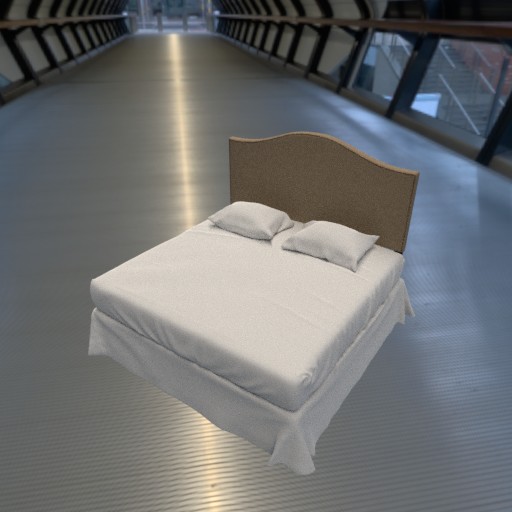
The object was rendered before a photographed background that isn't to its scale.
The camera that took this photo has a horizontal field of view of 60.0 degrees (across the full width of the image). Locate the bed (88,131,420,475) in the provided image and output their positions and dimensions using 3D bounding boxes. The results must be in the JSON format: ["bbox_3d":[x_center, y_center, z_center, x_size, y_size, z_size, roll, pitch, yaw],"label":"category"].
[{"bbox_3d":[0.000,0.000,3.744,2.311,1.651,2.222,19,35,30],"label":"bed"}]
